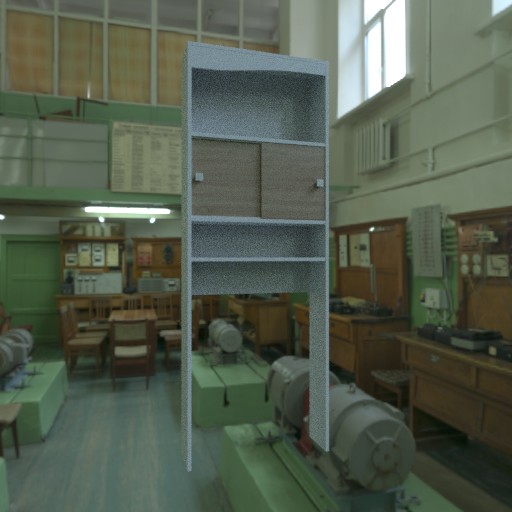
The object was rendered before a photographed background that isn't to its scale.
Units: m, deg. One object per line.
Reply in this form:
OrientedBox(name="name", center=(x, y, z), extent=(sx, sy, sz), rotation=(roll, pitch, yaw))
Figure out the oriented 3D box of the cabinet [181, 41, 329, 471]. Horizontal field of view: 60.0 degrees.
OrientedBox(name="cabinet", center=(0.000, 0.000, 1.998), extent=(0.643, 1.770, 0.192), rotation=(0, 0, -17))
